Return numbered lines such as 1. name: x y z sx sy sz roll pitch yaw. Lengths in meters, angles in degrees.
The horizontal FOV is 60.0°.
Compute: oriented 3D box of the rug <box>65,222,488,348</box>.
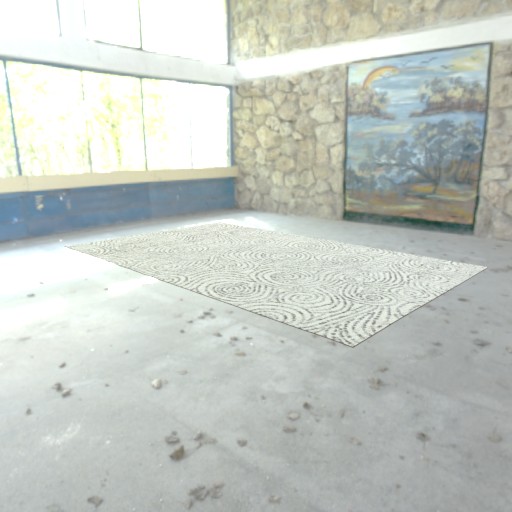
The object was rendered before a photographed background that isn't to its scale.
1. rug: 0.000 0.000 2.969 2.439 0.005 1.524 13 19 42
